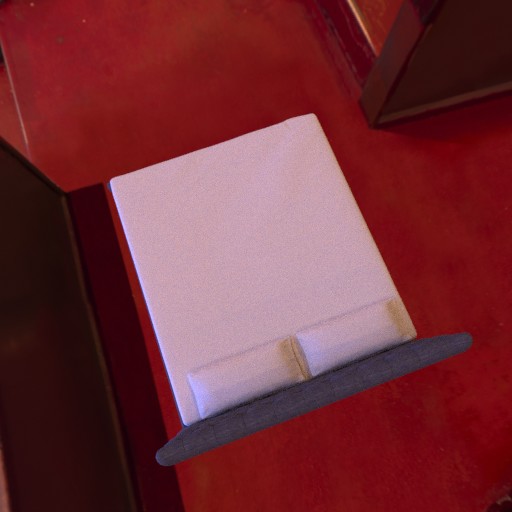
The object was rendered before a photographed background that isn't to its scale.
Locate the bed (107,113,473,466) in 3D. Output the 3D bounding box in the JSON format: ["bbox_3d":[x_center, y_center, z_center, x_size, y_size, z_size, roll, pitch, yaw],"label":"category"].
[{"bbox_3d":[0.000,0.000,3.618,2.078,1.427,2.387,-19,76,-5],"label":"bed"}]
